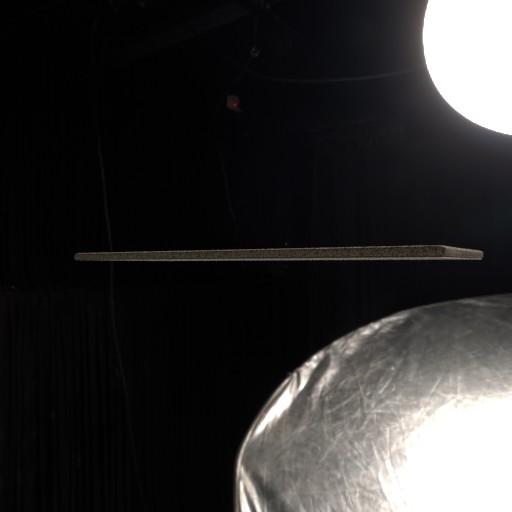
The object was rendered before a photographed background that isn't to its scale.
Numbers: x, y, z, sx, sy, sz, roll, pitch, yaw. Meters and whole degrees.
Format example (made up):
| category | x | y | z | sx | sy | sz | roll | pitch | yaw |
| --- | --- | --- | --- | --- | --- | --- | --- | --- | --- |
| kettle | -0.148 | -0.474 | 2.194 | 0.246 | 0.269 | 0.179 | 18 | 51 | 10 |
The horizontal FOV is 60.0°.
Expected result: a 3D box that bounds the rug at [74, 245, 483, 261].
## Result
| category | x | y | z | sx | sy | sz | roll | pitch | yaw |
| --- | --- | --- | --- | --- | --- | --- | --- | --- | --- |
| rug | 0.000 | 0.000 | 1.741 | 1.524 | 0.030 | 0.609 | -1 | -1 | 35 |
